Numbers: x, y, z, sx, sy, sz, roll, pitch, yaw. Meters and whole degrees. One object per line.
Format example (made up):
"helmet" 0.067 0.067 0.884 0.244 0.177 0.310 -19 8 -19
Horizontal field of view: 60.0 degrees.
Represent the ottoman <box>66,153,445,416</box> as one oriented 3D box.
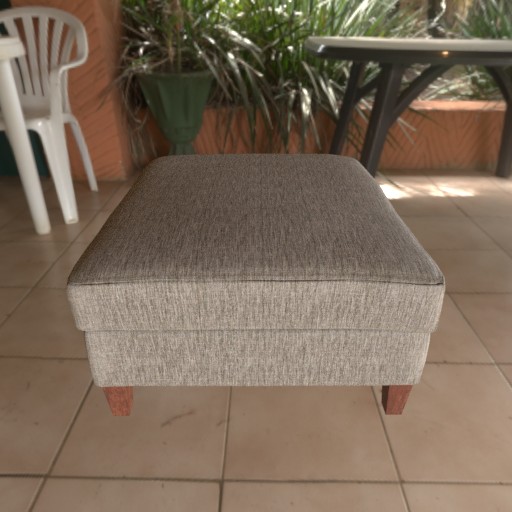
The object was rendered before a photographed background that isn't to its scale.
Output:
"ottoman" 0.000 0.000 1.453 0.839 0.492 0.994 0 28 0
